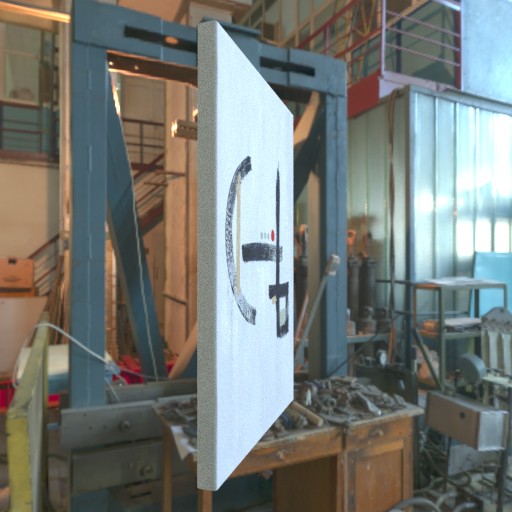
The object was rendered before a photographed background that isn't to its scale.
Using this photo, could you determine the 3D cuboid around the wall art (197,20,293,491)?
[{"bbox_3d":[0.000,0.000,1.149,0.048,0.916,0.602,0,-1,19],"label":"wall art"}]
